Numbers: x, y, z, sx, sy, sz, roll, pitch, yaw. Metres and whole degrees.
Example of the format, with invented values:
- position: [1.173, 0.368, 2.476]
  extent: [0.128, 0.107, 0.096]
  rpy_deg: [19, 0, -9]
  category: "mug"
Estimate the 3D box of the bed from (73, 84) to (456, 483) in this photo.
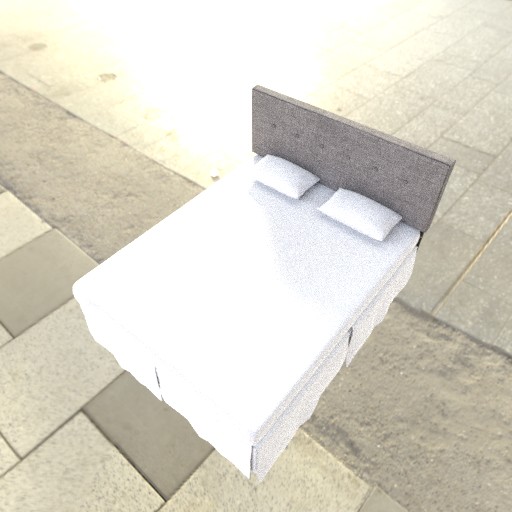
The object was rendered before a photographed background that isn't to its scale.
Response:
- position: [0.000, 0.000, 2.967]
  extent: [1.621, 1.168, 1.958]
  rpy_deg: [31, 54, 26]
  category: "bed"
